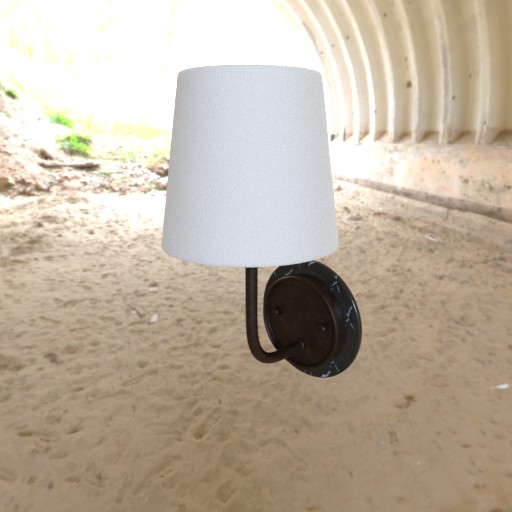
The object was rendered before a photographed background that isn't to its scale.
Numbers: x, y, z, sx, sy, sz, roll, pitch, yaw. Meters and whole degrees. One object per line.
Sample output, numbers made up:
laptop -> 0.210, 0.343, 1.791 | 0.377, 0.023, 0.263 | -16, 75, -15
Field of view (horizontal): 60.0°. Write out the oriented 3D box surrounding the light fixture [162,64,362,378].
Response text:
light fixture -> 0.000, 0.000, 0.444 | 0.168, 0.337, 0.188 | 14, 21, 42
